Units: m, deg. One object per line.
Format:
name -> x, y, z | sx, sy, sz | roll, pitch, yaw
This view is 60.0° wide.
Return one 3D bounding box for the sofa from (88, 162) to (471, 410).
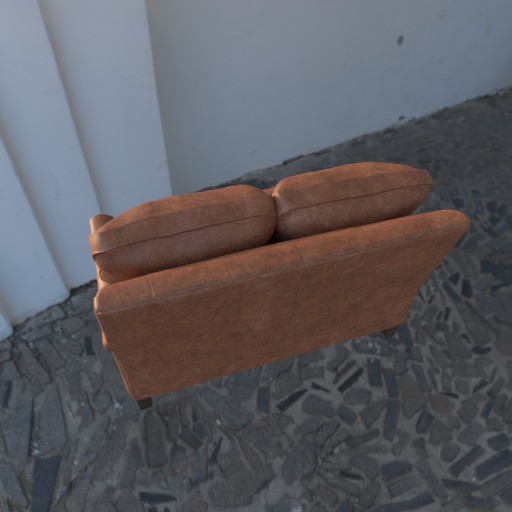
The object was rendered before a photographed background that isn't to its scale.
sofa -> 0.000, 0.000, 2.188 | 1.527, 1.004, 1.077 | -13, 44, -14
